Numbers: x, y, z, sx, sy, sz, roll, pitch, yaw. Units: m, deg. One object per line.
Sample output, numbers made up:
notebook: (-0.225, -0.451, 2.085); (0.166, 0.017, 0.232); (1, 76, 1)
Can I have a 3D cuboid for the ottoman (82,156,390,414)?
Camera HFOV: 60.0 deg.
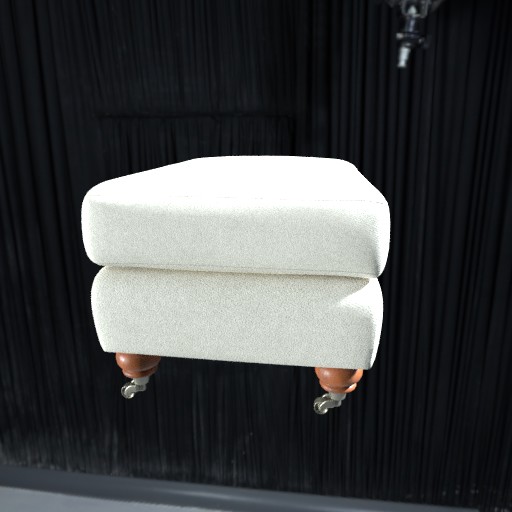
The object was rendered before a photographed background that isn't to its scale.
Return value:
ottoman: (0.000, 0.000, 1.169); (0.569, 0.499, 0.773); (2, 16, 7)
